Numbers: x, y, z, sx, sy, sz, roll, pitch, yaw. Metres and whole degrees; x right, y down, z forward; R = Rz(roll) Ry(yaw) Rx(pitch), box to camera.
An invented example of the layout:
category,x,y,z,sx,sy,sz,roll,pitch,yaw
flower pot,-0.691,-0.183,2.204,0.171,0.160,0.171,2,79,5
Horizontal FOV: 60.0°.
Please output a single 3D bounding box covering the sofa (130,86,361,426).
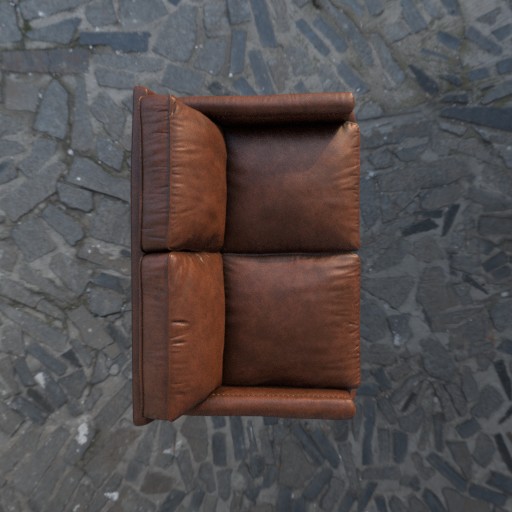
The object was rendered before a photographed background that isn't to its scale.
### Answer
category,x,y,z,sx,sy,sz,roll,pitch,yaw
sofa,0.000,0.000,2.282,1.083,1.003,1.628,0,90,2
